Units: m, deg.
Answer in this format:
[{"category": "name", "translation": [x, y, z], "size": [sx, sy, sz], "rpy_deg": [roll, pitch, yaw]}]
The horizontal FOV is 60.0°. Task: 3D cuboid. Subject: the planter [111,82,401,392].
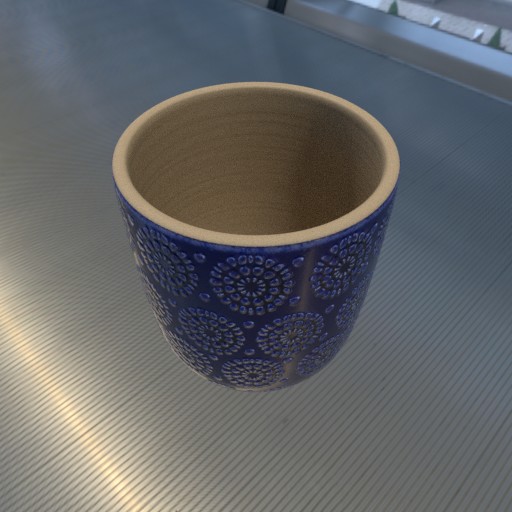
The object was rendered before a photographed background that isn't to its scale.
[{"category": "planter", "translation": [0.000, 0.000, 0.357], "size": [0.184, 0.206, 0.184], "rpy_deg": [0, 47, 0]}]
